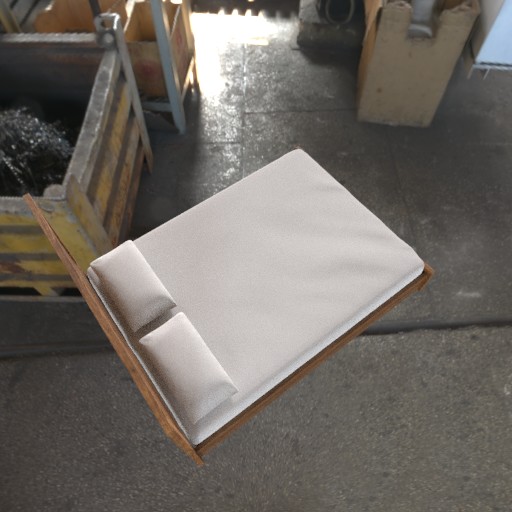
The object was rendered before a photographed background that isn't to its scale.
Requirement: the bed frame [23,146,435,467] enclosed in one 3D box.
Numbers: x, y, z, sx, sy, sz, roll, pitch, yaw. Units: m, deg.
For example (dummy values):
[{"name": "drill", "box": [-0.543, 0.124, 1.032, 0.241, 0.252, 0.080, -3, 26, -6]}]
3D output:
[{"name": "bed frame", "box": [0.000, 0.000, 3.295, 2.276, 1.417, 1.696, -33, 65, -18]}]
